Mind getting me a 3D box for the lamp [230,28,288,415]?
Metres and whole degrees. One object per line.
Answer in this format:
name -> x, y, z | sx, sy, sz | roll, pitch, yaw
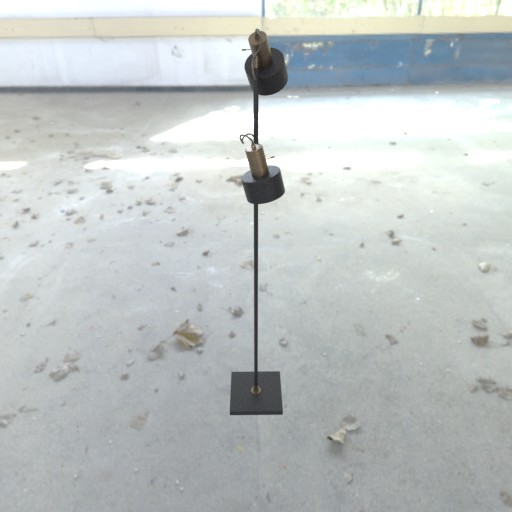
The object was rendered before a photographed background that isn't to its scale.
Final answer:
lamp -> 0.000, 0.000, 1.637 | 0.233, 1.505, 0.315 | 0, 32, -1
